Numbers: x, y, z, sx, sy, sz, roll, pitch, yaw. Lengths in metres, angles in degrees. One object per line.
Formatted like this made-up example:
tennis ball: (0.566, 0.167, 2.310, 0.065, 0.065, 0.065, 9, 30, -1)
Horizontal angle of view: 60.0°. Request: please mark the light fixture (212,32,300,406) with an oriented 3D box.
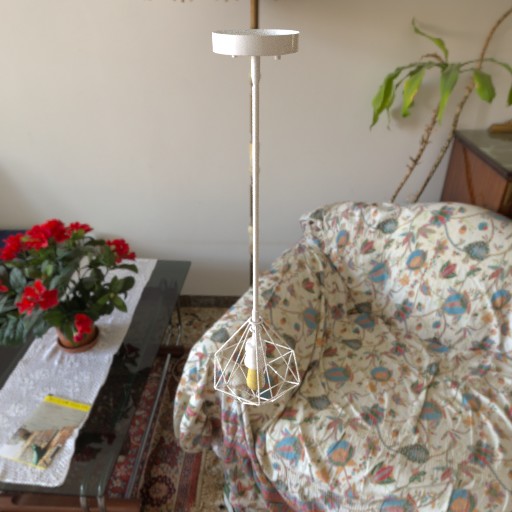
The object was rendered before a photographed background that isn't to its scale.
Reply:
light fixture: (0.000, 0.000, 1.953, 0.487, 1.764, 0.431, -19, 35, -29)
